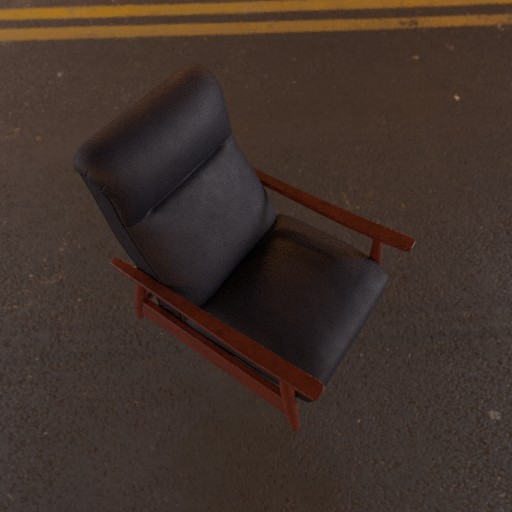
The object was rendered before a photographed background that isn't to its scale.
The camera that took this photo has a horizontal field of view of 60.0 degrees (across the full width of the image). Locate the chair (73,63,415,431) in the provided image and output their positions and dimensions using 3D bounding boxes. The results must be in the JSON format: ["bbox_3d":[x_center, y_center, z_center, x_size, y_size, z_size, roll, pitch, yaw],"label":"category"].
[{"bbox_3d":[0.000,0.000,1.802,1.014,1.082,0.762,31,62,18],"label":"chair"}]
